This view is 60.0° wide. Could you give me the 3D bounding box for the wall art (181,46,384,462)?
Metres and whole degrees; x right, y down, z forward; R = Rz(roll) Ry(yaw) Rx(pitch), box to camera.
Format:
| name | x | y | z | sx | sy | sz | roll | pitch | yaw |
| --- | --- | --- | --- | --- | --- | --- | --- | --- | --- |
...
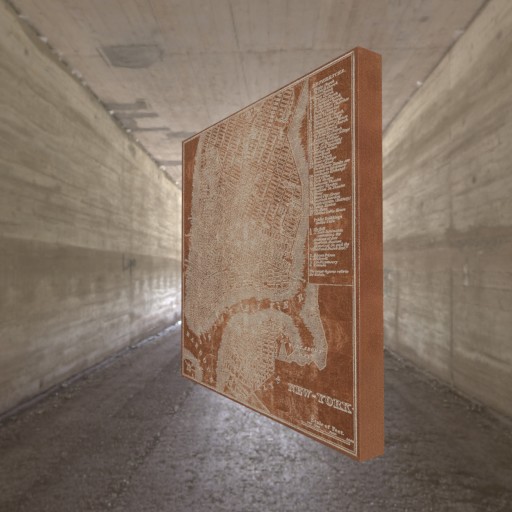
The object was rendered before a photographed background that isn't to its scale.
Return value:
| name | x | y | z | sx | sy | sz | roll | pitch | yaw |
| --- | --- | --- | --- | --- | --- | --- | --- | --- | --- |
| wall art | 0.000 | 0.000 | 0.603 | 0.035 | 0.403 | 0.403 | 1 | -2 | -34 |
